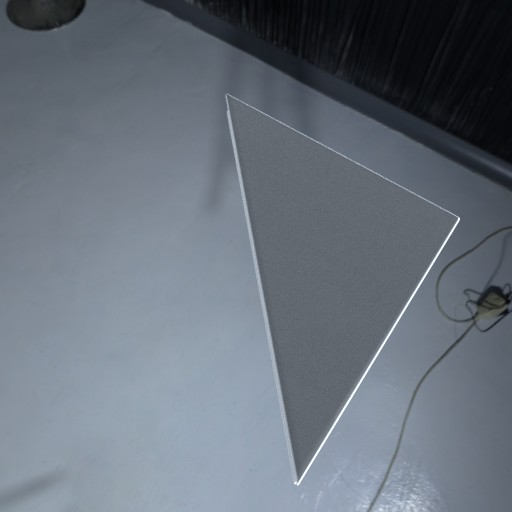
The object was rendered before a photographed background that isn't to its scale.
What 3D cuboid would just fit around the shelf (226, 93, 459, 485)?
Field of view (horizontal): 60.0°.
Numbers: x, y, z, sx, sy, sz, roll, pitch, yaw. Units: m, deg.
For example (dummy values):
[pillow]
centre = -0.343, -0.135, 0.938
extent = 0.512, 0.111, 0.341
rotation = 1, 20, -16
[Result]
[shelf]
centre = 0.000, 0.000, 0.447
extent = 0.296, 0.035, 0.296
rotation = 33, 68, 15
